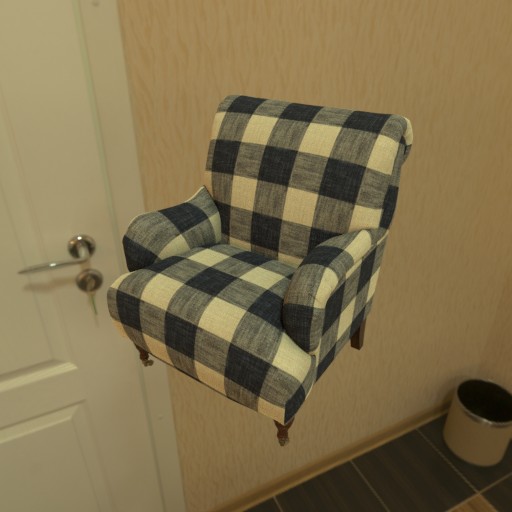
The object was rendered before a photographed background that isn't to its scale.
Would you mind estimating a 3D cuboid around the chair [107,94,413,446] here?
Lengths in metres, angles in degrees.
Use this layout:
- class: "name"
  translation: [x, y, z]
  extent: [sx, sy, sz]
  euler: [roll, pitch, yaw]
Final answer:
- class: "chair"
  translation: [0.000, 0.000, 1.600]
  extent: [0.781, 0.953, 0.848]
  euler: [19, 35, 30]
